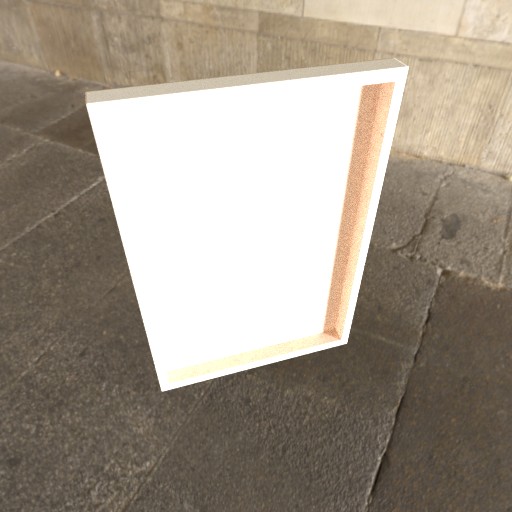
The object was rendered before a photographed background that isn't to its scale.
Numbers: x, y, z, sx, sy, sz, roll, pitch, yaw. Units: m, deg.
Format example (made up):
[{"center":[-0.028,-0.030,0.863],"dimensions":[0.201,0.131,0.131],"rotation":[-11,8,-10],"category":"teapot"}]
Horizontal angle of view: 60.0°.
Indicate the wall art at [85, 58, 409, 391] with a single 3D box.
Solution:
[{"center":[0.000,0.000,0.768],"dimensions":[0.418,0.608,0.038],"rotation":[-12,43,-13],"category":"wall art"}]
